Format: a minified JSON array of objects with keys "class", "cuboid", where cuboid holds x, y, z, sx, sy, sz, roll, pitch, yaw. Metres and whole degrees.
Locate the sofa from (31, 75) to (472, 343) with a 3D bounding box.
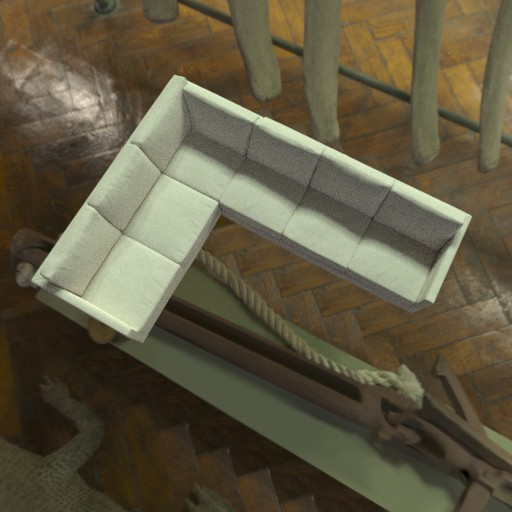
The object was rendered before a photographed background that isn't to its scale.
[{"class":"sofa","cuboid":[0.000,0.000,4.178,3.182,0.863,2.432,28,77,7]}]
